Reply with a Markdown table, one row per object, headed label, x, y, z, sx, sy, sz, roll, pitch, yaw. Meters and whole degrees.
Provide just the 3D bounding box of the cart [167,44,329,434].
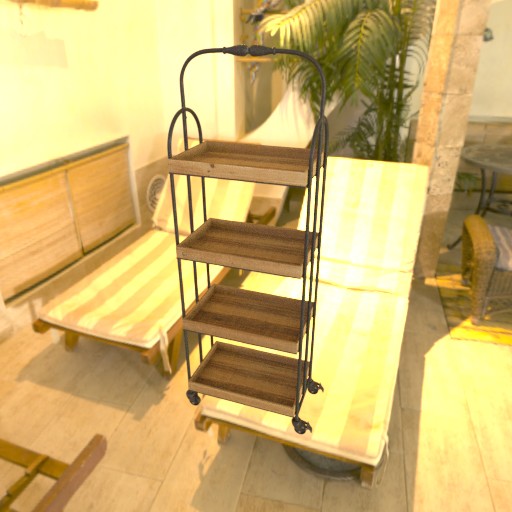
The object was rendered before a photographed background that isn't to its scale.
| label | x | y | z | sx | sy | sz | roll | pitch | yaw |
| --- | --- | --- | --- | --- | --- | --- | --- | --- | --- |
| cart | 0.000 | 0.000 | 1.721 | 0.581 | 1.481 | 0.308 | 9 | 28 | 17 |
